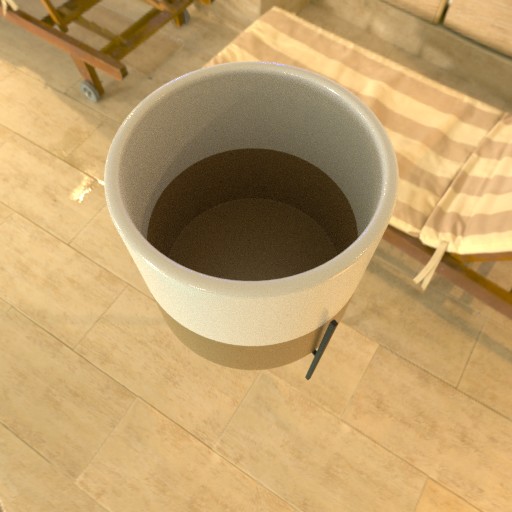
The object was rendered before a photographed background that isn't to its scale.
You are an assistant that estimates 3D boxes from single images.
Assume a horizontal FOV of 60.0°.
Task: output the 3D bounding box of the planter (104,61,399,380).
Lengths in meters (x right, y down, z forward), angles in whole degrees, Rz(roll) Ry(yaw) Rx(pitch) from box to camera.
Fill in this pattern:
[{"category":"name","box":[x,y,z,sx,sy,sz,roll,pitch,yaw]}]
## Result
[{"category":"planter","box":[0.000,0.000,0.643,0.310,0.432,0.310,35,68,17]}]
